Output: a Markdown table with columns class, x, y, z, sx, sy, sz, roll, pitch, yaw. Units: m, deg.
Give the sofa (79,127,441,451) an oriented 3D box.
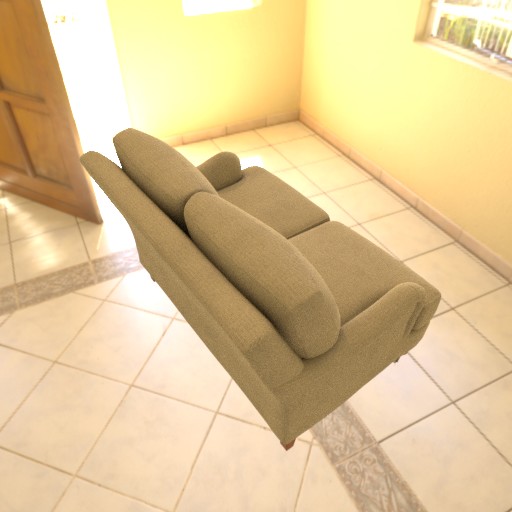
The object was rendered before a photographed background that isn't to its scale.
| class | x | y | z | sx | sy | sz | roll | pitch | yaw |
| --- | --- | --- | --- | --- | --- | --- | --- | --- | --- |
| sofa | 0.000 | 0.000 | 2.194 | 1.087 | 0.999 | 1.480 | -26 | 48 | -26 |
